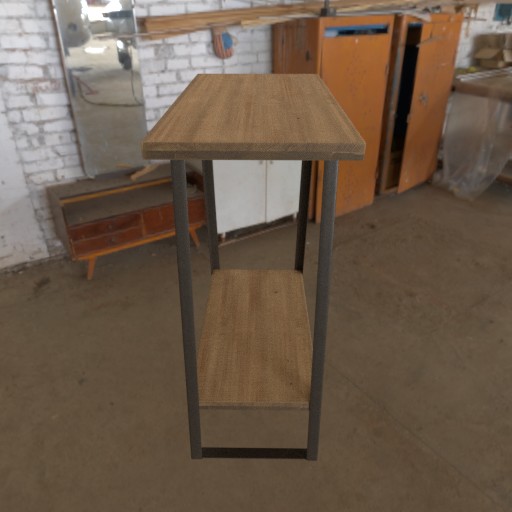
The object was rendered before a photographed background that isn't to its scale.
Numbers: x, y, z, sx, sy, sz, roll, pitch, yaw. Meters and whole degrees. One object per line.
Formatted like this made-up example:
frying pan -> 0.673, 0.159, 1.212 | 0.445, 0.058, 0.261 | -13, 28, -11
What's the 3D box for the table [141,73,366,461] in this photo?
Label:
table -> 0.000, 0.000, 1.023 | 0.300, 0.701, 0.599 | 0, 30, 1
